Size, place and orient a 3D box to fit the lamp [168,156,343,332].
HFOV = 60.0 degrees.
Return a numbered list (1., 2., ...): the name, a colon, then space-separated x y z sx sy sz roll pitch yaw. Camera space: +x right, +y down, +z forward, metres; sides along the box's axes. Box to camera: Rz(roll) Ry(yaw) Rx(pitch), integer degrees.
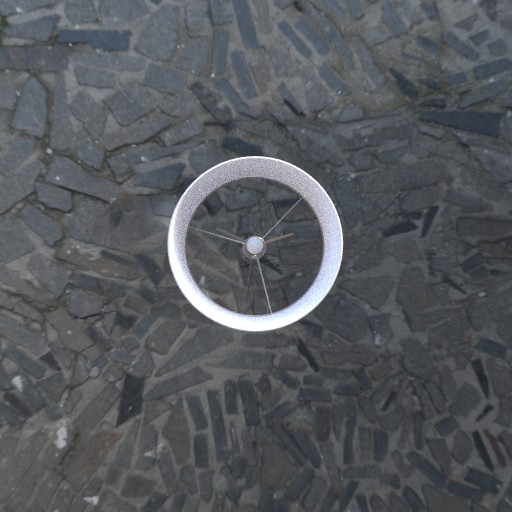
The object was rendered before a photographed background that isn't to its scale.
1. lamp: 0.000 0.000 1.800 0.448 1.545 0.458 0 90 0
